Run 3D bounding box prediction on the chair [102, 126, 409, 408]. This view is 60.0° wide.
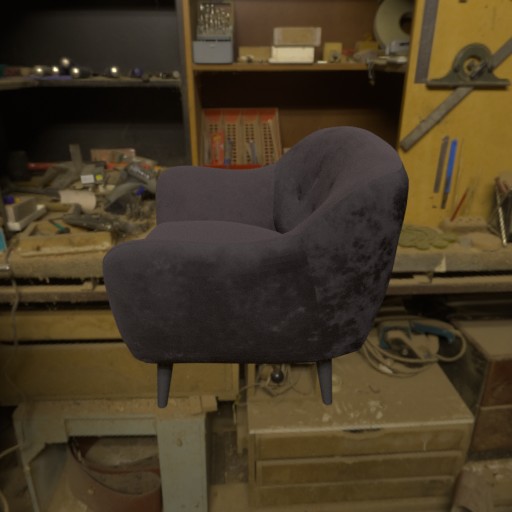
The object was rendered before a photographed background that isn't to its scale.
[{"bbox_3d":[0.000,0.000,1.527,0.819,0.807,0.840,-1,25,-1],"label":"chair"}]
